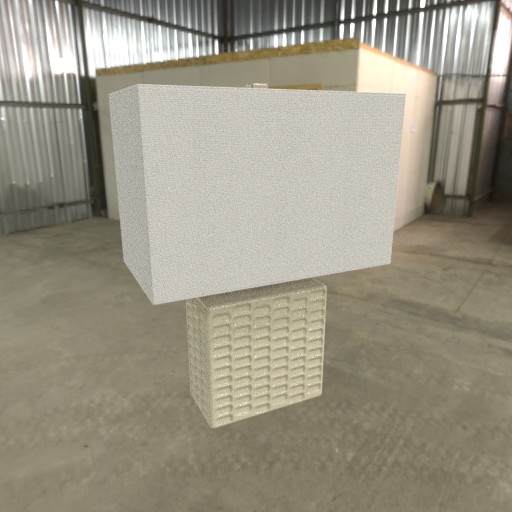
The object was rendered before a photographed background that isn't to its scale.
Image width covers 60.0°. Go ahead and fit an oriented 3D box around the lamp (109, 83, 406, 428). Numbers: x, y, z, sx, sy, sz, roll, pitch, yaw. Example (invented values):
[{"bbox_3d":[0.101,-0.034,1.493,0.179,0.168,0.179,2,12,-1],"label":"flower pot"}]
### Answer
[{"bbox_3d":[0.000,0.000,0.709,0.380,0.515,0.200,-8,19,-25],"label":"lamp"}]
